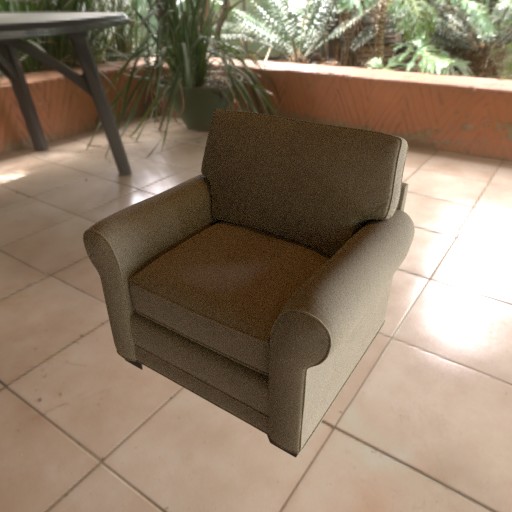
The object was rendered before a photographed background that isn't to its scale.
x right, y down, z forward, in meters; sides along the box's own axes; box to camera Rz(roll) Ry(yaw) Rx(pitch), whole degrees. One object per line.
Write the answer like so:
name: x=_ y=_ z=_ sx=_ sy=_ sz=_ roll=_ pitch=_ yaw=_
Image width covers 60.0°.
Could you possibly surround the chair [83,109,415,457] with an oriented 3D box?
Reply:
chair: x=0.000 y=0.000 z=1.932 sx=1.147 sy=1.044 sz=0.939 roll=19 pitch=35 yaw=28
